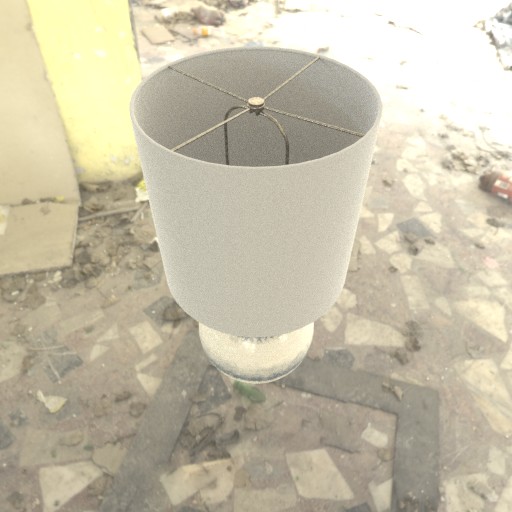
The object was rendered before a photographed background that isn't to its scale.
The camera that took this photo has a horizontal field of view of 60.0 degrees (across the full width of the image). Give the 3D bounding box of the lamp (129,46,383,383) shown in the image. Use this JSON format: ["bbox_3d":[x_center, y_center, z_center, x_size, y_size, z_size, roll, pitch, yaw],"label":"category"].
[{"bbox_3d":[0.000,0.000,0.531,0.216,0.404,0.216,5,47,5],"label":"lamp"}]
